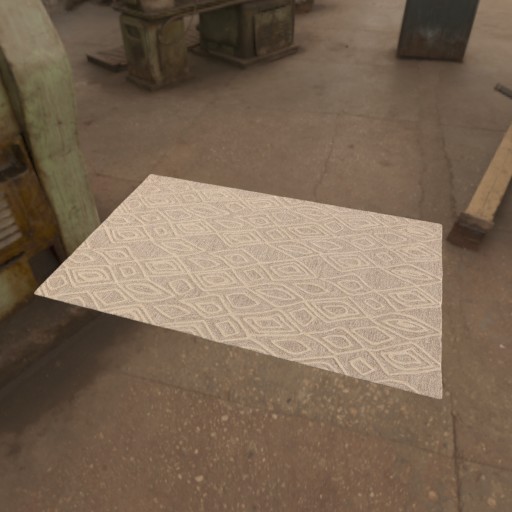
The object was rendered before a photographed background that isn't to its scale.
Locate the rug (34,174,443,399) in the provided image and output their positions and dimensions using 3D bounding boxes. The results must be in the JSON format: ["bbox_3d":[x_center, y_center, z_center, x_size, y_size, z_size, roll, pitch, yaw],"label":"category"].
[{"bbox_3d":[0.000,0.000,3.046,2.442,0.010,1.546,12,42,13],"label":"rug"}]
